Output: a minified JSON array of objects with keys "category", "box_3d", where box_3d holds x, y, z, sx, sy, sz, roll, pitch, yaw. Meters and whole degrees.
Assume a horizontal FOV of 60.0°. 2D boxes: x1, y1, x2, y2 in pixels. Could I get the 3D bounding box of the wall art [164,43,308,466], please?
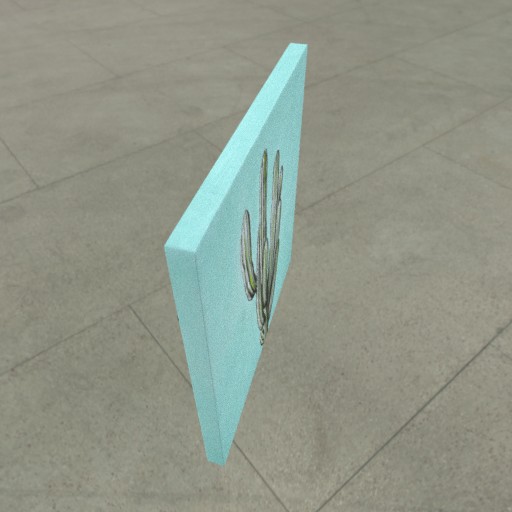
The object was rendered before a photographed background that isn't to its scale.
[{"category":"wall art","box_3d":[0.000,0.000,1.117,0.054,0.766,0.765,11,46,11]}]
